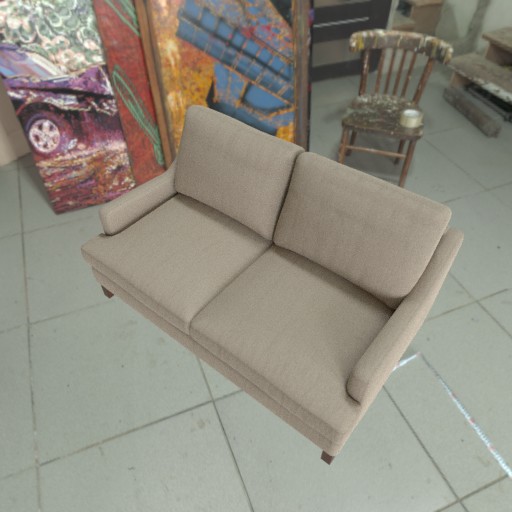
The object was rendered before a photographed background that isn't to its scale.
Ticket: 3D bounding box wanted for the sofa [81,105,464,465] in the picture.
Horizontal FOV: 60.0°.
[{"bbox_3d":[0.000,0.000,2.215,1.619,0.910,1.004,30,53,26],"label":"sofa"}]
